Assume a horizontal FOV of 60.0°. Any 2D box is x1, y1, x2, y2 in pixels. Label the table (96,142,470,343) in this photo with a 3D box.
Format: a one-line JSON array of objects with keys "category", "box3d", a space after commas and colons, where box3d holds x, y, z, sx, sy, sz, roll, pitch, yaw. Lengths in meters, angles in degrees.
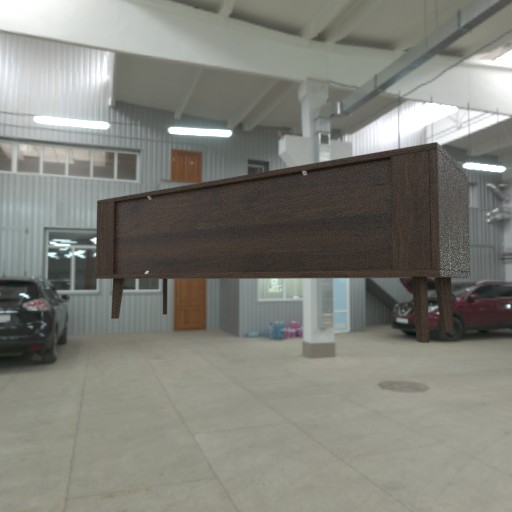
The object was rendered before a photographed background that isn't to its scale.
[{"category": "table", "box3d": [0.000, 0.000, 1.663, 1.397, 0.508, 0.405, -2, -4, 35]}]
